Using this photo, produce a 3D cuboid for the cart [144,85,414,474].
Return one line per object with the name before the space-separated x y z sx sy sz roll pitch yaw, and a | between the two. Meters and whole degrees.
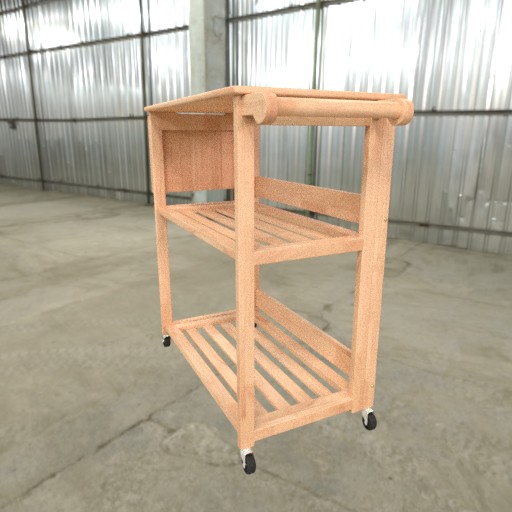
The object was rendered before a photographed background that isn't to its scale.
cart | 0.000 0.000 1.328 0.432 0.879 0.853 -7 17 -25
